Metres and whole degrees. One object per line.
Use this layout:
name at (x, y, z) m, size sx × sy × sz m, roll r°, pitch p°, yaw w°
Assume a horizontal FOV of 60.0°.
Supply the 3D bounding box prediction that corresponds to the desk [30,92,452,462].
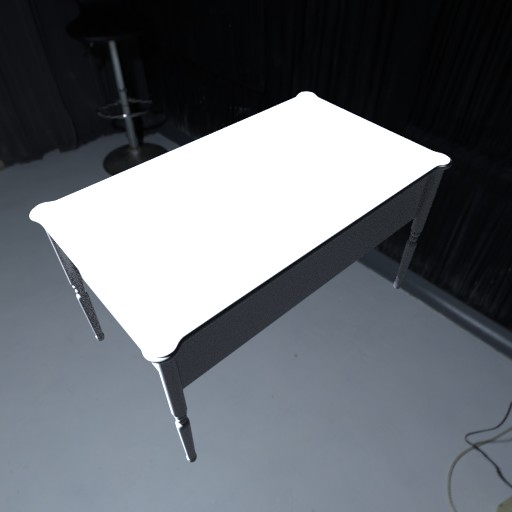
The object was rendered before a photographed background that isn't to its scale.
desk at (0.000, 0.000, 1.878) m, size 1.380 × 0.762 × 0.807 m, roll -32°, pitch 53°, yaw -28°
